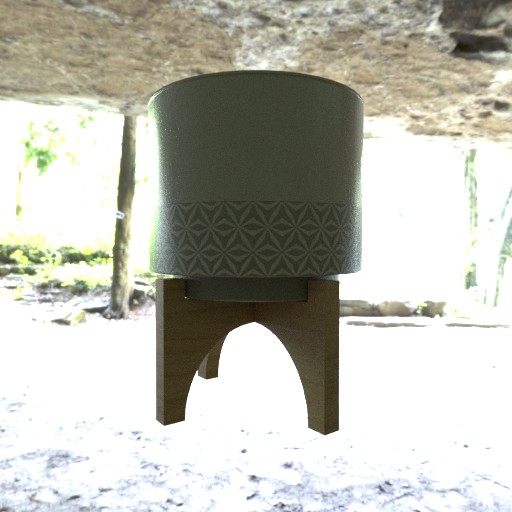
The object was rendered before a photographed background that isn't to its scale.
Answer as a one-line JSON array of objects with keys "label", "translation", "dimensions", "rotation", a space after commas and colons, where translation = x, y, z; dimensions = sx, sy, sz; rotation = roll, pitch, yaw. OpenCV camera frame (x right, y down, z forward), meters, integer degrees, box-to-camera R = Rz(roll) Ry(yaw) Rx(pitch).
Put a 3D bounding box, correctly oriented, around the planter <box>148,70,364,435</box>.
[{"label": "planter", "translation": [0.000, 0.000, 0.401], "dimensions": [0.188, 0.260, 0.188], "rotation": [0, 1, 0]}]
